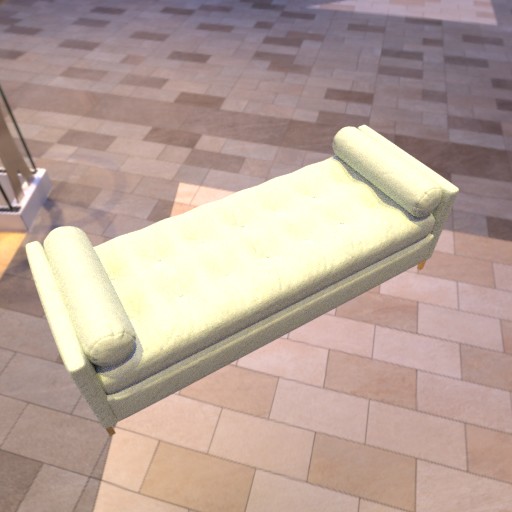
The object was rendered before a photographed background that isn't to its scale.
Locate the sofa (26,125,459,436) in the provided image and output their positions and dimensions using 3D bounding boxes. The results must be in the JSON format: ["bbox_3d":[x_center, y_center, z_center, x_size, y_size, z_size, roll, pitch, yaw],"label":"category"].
[{"bbox_3d":[0.000,0.000,2.429,2.102,0.705,0.796,-24,51,-21],"label":"sofa"}]
